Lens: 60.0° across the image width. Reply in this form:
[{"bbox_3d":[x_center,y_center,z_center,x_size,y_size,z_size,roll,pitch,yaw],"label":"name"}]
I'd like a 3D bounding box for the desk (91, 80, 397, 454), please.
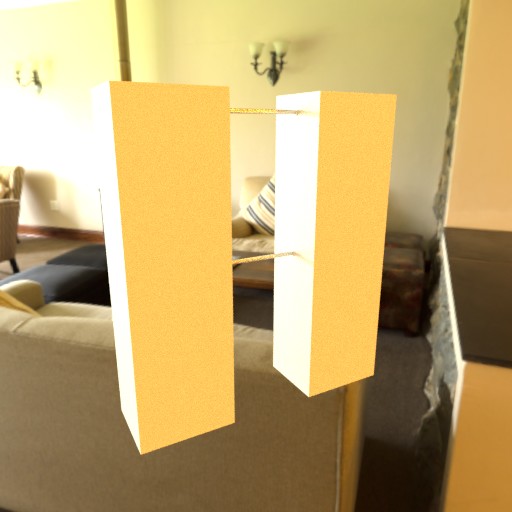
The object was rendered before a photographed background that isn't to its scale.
[{"bbox_3d":[0.000,0.000,2.873,1.770,2.000,0.480,-9,18,-28],"label":"desk"}]
